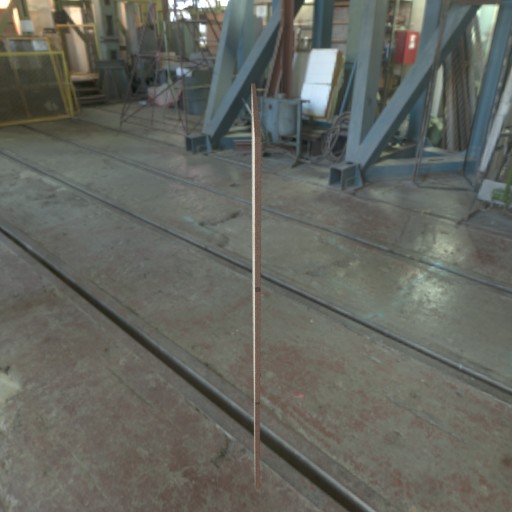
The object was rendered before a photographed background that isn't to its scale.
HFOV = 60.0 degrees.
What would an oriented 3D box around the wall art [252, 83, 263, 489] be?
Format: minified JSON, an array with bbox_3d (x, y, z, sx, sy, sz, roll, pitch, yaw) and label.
[{"bbox_3d":[0.000,0.000,1.828,0.024,1.218,1.221,0,27,-1],"label":"wall art"}]
